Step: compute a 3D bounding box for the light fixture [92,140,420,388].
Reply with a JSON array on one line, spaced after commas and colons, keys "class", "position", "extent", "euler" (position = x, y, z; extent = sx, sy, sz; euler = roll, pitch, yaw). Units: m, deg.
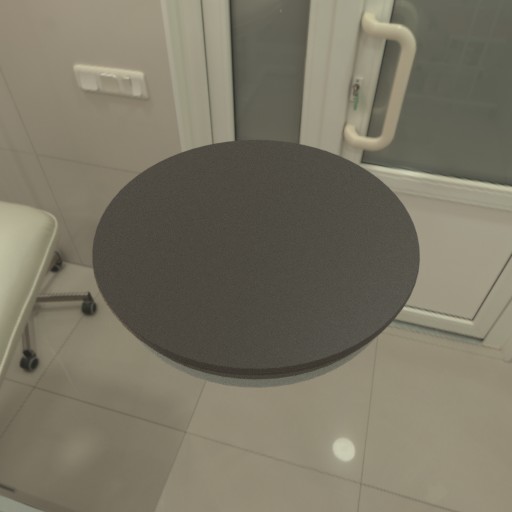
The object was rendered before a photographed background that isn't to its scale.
[{"class": "light fixture", "position": [0.000, 0.000, 0.547], "extent": [0.368, 0.100, 0.368], "euler": [0, 46, 0]}]
